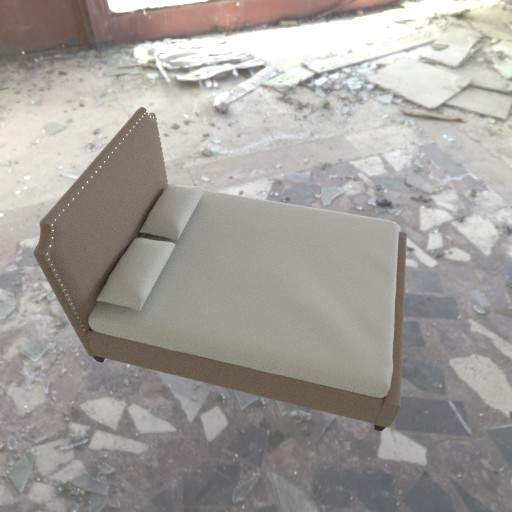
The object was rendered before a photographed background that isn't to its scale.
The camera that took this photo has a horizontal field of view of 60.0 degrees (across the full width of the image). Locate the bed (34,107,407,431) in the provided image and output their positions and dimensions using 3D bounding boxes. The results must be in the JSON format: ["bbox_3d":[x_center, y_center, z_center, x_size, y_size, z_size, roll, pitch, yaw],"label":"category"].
[{"bbox_3d":[0.000,0.000,3.429,2.372,1.443,1.713,11,48,10],"label":"bed"}]
